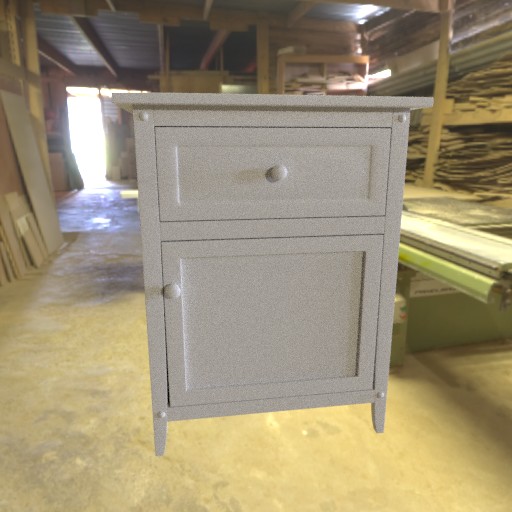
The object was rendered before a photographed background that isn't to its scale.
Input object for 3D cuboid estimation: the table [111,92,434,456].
[{"bbox_3d":[0.000,0.000,0.755,0.381,0.483,0.381,-2,15,-9],"label":"table"}]
